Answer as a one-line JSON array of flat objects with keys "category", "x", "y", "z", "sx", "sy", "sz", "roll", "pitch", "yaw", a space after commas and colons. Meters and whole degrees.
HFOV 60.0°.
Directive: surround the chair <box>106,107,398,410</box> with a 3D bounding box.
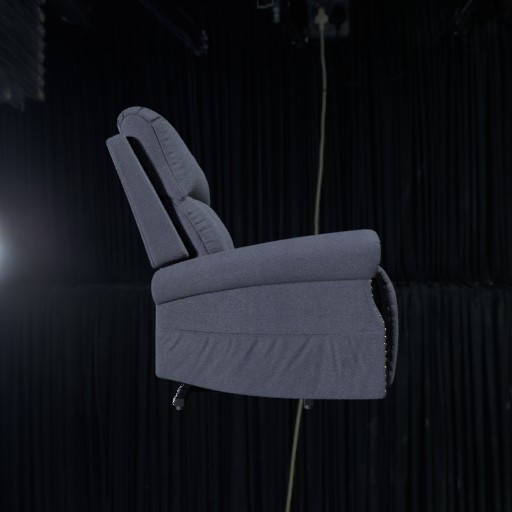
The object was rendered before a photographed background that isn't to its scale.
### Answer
[{"category": "chair", "x": 0.000, "y": 0.000, "z": 1.770, "sx": 0.979, "sy": 1.031, "sz": 0.871, "roll": 0, "pitch": 0, "yaw": 0}]
